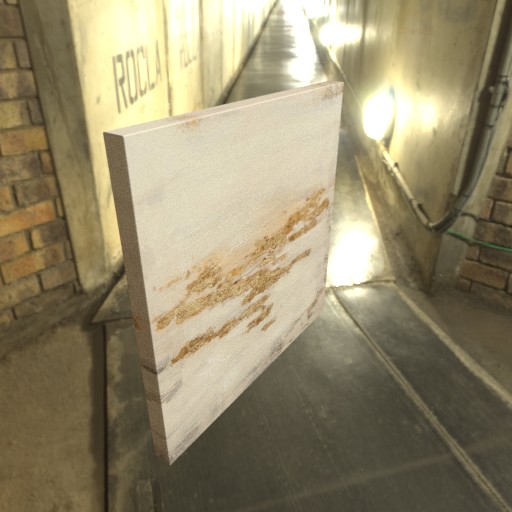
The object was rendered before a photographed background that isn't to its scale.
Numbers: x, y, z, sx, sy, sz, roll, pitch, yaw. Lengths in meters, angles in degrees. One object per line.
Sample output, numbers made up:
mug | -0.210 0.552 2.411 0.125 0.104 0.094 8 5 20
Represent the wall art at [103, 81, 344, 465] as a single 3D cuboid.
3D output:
wall art | 0.000 0.000 0.911 0.040 0.613 0.611 19 34 31
